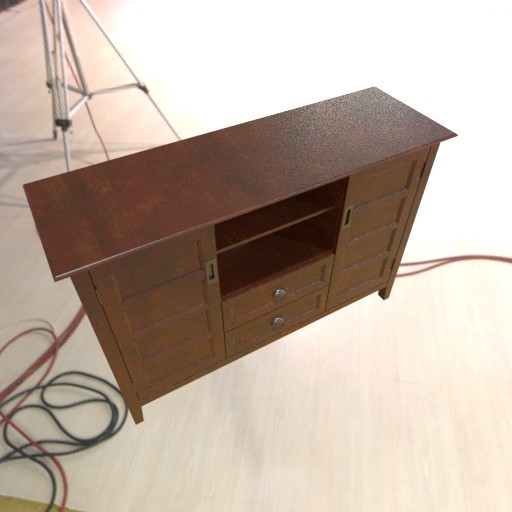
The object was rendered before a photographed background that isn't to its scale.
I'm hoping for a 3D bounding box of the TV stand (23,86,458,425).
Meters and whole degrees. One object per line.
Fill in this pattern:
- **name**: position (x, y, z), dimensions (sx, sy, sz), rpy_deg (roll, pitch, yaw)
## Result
- **TV stand**: position (0.000, 0.000, 1.763), dimensions (1.372, 0.915, 0.445), rpy_deg (-22, 49, -20)
